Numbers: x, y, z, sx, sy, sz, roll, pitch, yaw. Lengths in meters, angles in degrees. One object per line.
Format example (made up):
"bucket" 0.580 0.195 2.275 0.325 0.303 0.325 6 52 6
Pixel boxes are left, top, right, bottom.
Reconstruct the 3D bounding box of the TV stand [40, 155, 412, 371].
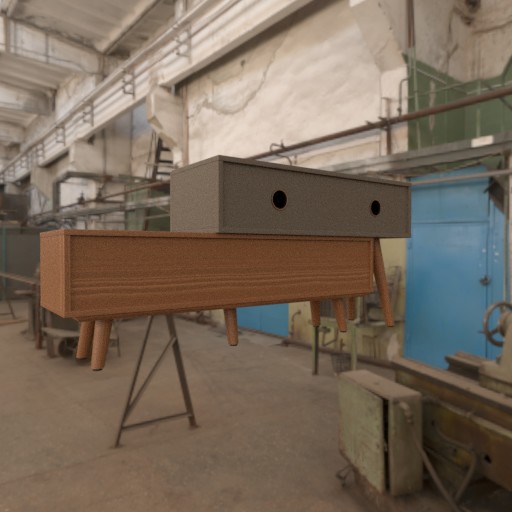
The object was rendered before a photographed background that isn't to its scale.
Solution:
"TV stand" 0.000 0.000 1.560 1.336 0.591 0.329 -1 1 -36
